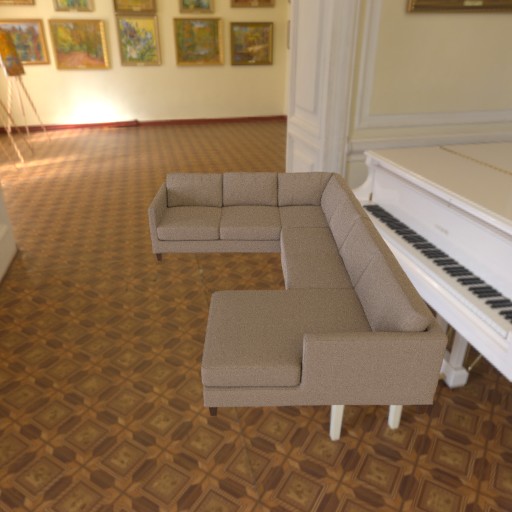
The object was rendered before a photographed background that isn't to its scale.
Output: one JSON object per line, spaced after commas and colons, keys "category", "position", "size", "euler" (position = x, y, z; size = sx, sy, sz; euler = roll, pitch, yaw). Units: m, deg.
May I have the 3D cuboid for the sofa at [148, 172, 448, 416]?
{"category": "sofa", "position": [0.000, 0.000, 4.446], "size": [2.424, 0.865, 3.438], "euler": [0, 26, -1]}
